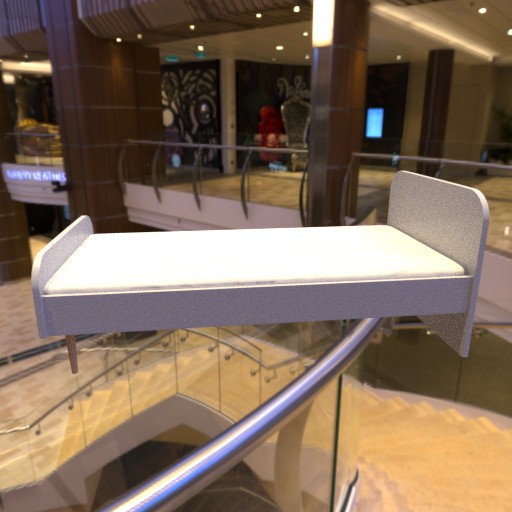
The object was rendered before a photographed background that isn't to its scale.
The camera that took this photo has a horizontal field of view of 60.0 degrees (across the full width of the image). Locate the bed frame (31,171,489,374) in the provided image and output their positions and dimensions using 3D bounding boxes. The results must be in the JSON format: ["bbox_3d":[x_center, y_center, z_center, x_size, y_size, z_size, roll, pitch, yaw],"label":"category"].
[{"bbox_3d":[0.000,0.000,2.404,1.963,0.805,0.998,-2,17,-7],"label":"bed frame"}]
